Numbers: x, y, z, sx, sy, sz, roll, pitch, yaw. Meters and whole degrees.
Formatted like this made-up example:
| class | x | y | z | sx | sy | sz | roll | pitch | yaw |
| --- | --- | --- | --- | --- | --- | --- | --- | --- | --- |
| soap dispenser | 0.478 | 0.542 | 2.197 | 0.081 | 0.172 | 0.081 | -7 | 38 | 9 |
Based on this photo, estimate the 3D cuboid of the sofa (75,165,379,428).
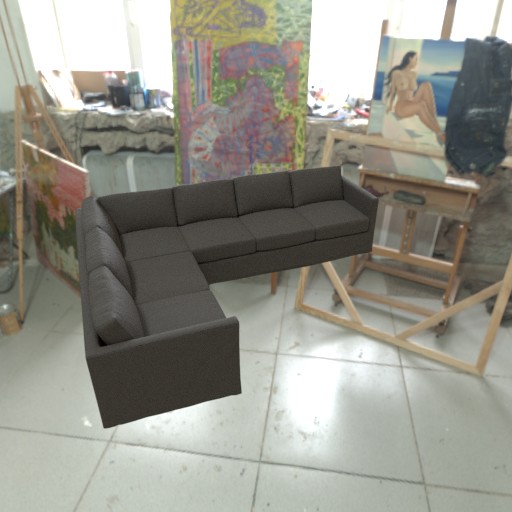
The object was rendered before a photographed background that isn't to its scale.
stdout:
| class | x | y | z | sx | sy | sz | roll | pitch | yaw |
| --- | --- | --- | --- | --- | --- | --- | --- | --- | --- |
| sofa | 0.000 | 0.000 | 4.314 | 3.182 | 0.871 | 2.432 | -11 | 32 | -18 |
